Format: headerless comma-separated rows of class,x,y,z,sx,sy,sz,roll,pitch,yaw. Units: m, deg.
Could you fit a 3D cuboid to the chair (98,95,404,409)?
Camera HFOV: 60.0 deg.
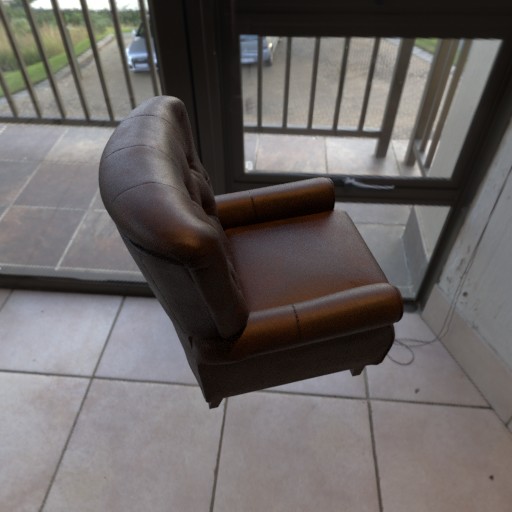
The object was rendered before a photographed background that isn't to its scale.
chair,0.000,0.000,1.887,1.058,1.158,0.948,-10,46,-10
